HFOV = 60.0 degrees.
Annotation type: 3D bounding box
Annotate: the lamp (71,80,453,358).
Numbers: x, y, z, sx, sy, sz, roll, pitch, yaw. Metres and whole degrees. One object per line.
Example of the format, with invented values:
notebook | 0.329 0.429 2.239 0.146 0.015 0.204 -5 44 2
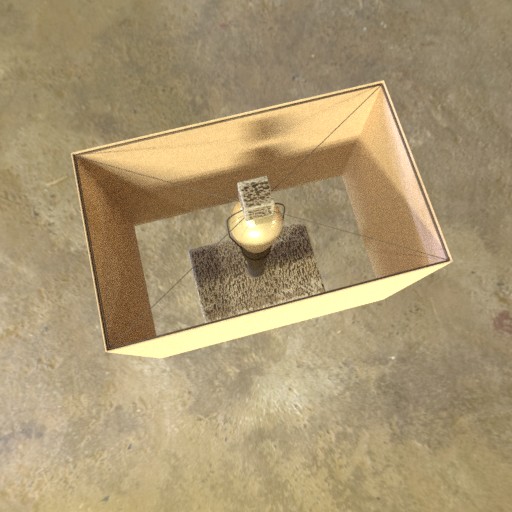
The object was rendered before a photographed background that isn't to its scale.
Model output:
lamp | 0.000 0.000 0.554 0.294 0.411 0.180 -14 76 -4
